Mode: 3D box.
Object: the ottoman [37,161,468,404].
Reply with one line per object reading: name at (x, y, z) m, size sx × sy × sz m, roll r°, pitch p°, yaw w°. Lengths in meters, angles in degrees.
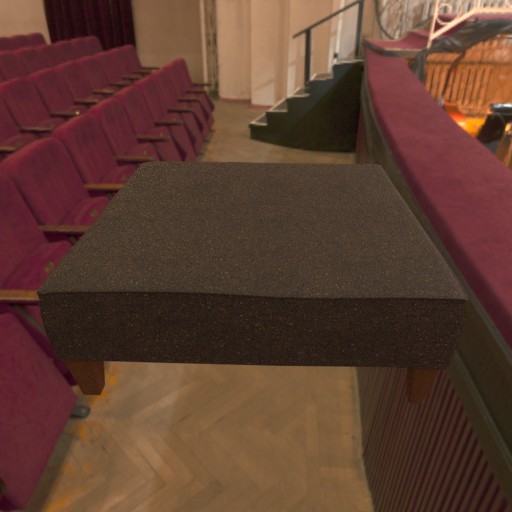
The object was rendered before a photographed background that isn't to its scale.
ottoman at (0.000, 0.000, 1.505) m, size 1.004 × 0.382 × 0.968 m, roll 1°, pitch 30°, yaw 2°
